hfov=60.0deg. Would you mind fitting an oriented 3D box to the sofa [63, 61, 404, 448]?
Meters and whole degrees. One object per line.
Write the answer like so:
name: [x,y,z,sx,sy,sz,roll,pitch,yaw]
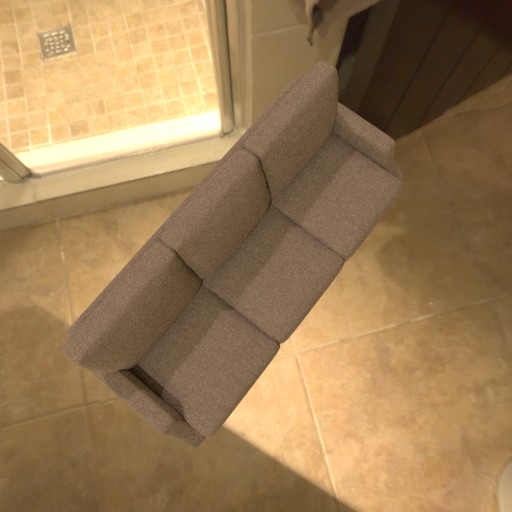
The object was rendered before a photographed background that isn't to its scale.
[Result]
sofa: [0.000,0.000,2.603,0.888,0.984,2.115,38,78,9]
